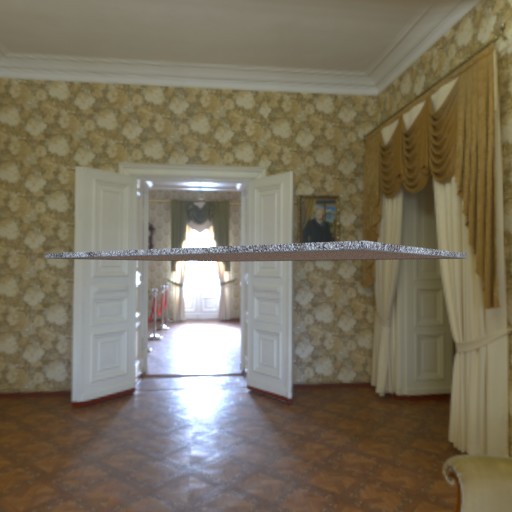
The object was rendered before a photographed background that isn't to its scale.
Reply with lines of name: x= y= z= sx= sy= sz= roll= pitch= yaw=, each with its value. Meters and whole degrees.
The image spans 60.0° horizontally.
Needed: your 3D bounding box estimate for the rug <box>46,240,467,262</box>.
rug: x=0.000 y=0.000 z=2.097 sx=1.601 sy=0.025 sz=1.198 roll=-1 pitch=-2 yaw=37
